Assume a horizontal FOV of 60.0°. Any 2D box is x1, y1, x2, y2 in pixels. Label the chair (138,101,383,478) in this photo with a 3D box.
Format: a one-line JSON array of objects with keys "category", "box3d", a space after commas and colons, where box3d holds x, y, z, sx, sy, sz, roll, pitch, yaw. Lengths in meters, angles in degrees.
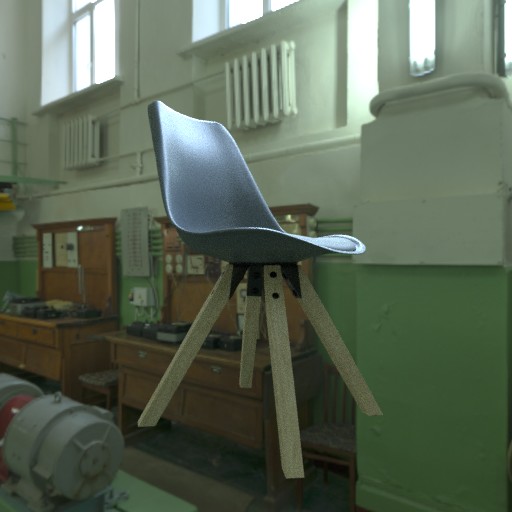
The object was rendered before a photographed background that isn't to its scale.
[{"category": "chair", "box3d": [0.000, 0.000, 1.163, 0.550, 0.850, 0.485, 0, 0, 36]}]
